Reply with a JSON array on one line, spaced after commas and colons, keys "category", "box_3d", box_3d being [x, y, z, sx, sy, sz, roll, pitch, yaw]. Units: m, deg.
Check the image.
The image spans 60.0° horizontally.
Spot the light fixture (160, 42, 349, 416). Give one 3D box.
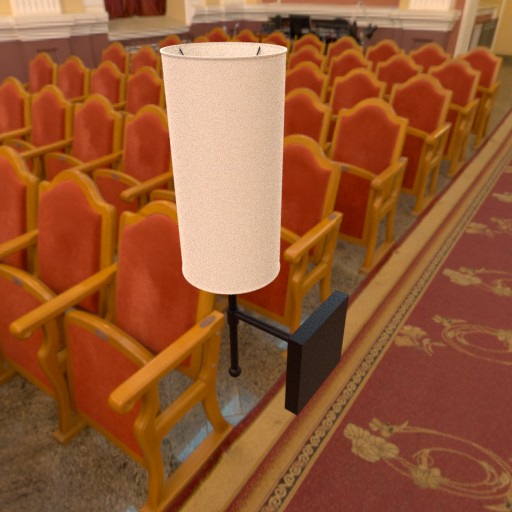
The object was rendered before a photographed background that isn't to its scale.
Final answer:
[{"category": "light fixture", "box_3d": [0.000, 0.000, 0.548, 0.208, 0.462, 0.128, 21, 37, 30]}]
